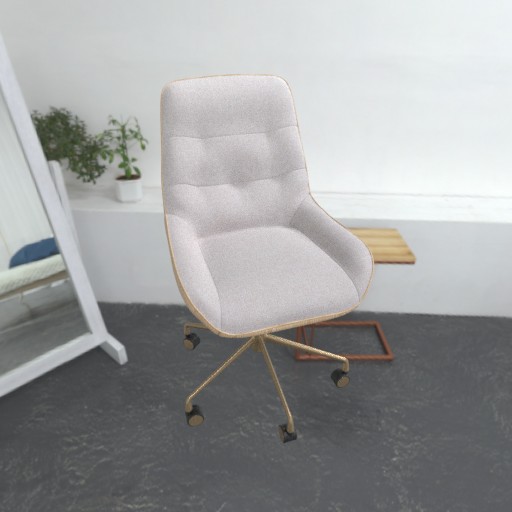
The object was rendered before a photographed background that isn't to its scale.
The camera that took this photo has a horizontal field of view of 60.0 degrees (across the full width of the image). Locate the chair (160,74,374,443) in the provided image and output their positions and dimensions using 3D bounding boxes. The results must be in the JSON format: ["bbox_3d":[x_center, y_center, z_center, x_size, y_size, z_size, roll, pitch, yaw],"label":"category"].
[{"bbox_3d":[0.000,0.000,1.359,0.564,0.952,0.668,-10,32,-16],"label":"chair"}]
